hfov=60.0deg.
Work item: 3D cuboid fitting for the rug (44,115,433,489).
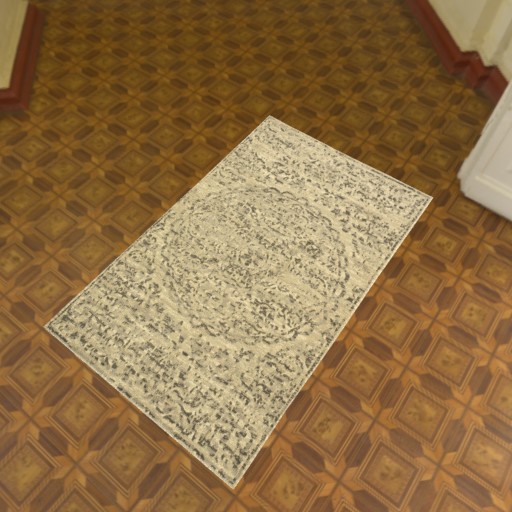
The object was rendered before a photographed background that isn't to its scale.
[{"bbox_3d":[0.000,0.000,3.076,1.527,0.021,2.447,32,63,19],"label":"rug"}]
